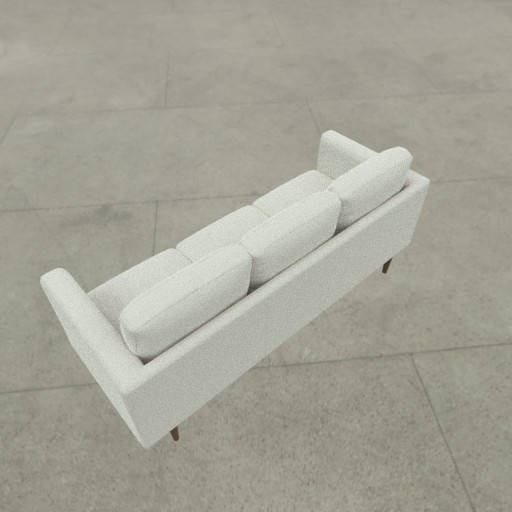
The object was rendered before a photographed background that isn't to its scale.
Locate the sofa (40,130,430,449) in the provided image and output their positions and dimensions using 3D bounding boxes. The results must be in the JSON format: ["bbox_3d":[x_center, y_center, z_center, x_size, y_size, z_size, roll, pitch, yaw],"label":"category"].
[{"bbox_3d":[0.000,0.000,2.481,2.029,0.912,0.802,-32,53,-28],"label":"sofa"}]
